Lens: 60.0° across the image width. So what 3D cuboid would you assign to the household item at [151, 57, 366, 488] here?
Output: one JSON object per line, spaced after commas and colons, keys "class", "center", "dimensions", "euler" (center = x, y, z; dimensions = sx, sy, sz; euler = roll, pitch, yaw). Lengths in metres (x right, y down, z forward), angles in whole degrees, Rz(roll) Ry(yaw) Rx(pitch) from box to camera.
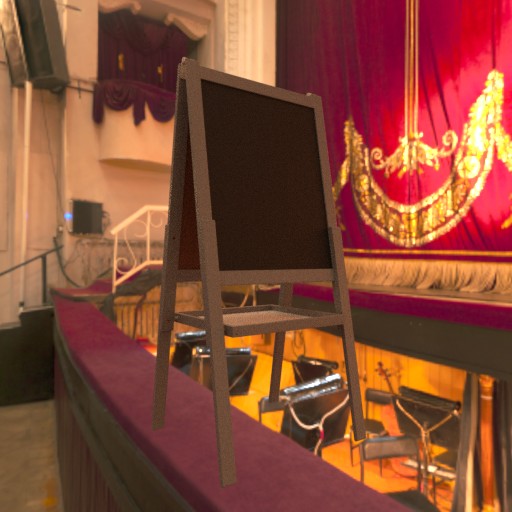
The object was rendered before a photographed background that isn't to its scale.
{"class": "household item", "center": [0.000, 0.000, 1.458], "dimensions": [0.531, 1.172, 0.469], "euler": [0, 0, -35]}
